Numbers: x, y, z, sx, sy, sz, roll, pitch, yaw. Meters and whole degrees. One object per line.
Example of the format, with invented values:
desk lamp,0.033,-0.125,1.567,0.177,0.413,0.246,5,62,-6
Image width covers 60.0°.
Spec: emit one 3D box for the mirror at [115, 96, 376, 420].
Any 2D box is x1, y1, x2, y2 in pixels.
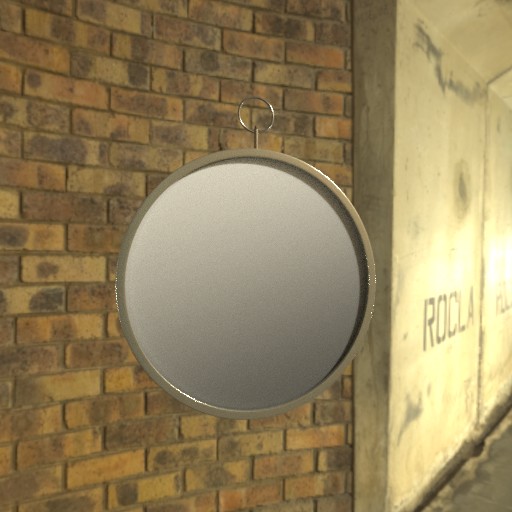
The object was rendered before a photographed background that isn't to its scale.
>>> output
mirror,0.000,0.000,0.983,0.594,0.713,0.020,0,-1,-17
